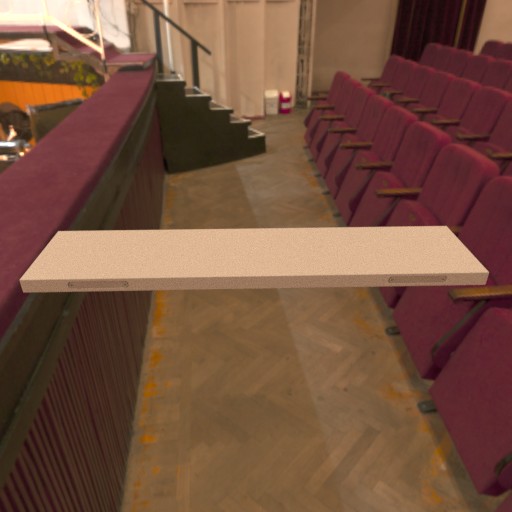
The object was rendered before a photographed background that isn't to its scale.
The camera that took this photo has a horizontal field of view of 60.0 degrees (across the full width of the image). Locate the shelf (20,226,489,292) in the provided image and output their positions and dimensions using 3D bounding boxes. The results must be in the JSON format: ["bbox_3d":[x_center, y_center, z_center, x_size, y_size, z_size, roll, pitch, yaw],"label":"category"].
[{"bbox_3d":[0.000,0.000,0.640,0.610,0.020,0.140,-1,30,-2],"label":"shelf"}]
